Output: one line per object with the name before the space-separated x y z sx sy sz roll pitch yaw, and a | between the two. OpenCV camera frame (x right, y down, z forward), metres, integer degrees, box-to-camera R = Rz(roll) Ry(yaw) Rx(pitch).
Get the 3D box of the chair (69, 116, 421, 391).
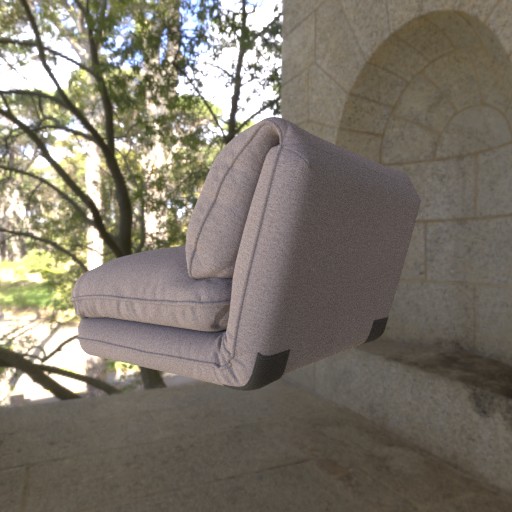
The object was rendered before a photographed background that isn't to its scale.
chair | 0.000 0.000 1.363 0.780 0.580 0.820 0 1 36
